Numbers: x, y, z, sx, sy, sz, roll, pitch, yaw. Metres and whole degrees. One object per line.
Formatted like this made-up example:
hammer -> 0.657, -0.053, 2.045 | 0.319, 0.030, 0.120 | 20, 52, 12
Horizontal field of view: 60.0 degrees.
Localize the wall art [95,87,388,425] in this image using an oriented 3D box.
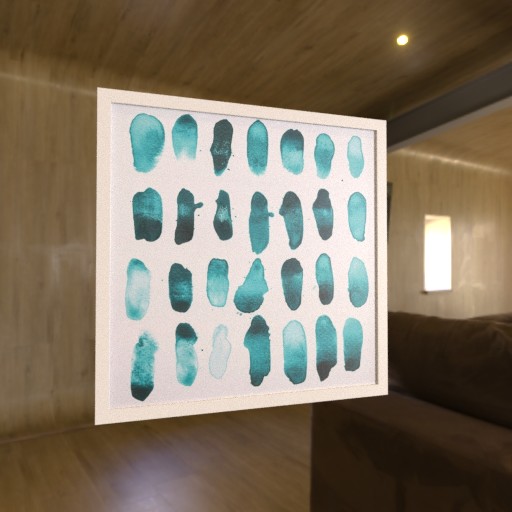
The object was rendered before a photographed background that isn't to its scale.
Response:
wall art -> 0.000, 0.000, 0.823 | 0.558, 0.559, 0.009 | 0, -1, -18
